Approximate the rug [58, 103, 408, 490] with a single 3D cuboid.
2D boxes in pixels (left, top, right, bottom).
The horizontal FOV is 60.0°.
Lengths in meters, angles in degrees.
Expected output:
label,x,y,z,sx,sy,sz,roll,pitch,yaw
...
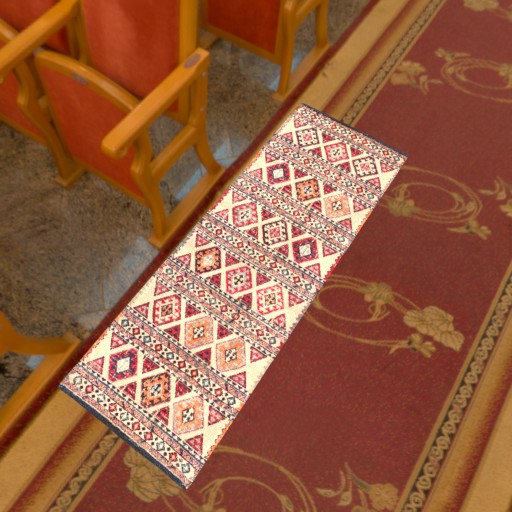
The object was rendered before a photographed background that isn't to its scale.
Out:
label,x,y,z,sx,sy,sz,roll,pitch,yaw
rug,0.000,0.000,2.576,0.832,0.008,2.362,31,67,15
